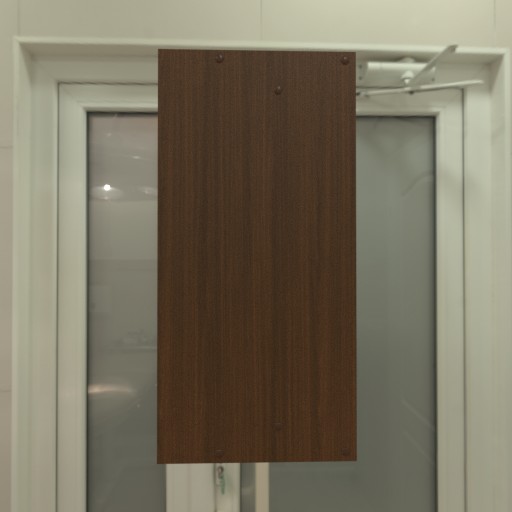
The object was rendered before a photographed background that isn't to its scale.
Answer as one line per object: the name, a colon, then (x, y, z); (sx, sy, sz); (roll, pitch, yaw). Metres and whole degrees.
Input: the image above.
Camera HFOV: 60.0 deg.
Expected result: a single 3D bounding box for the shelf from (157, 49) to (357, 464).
shelf: (0.000, 0.000, 0.717); (0.290, 0.600, 0.147); (0, -1, -2)
